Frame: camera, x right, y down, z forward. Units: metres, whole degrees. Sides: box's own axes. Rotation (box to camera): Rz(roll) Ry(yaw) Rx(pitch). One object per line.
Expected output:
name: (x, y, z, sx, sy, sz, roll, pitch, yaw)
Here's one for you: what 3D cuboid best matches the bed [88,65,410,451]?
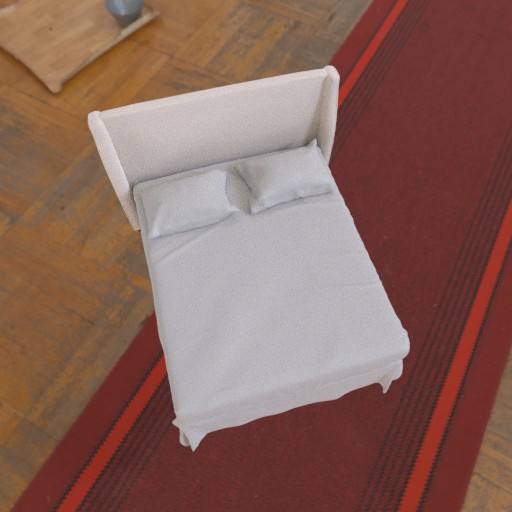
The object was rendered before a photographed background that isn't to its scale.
bed: (0.000, 0.000, 3.375, 1.925, 1.332, 2.276, -14, 62, -7)
